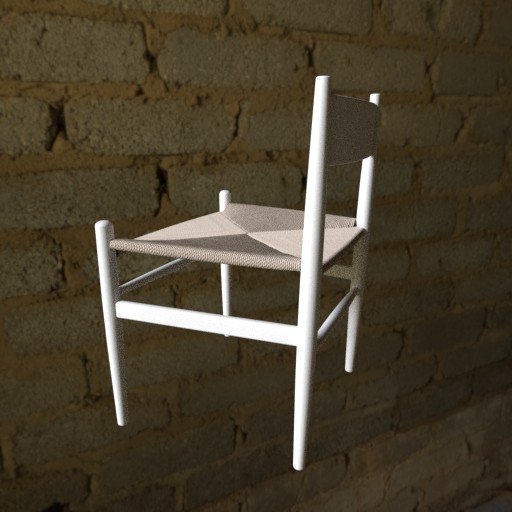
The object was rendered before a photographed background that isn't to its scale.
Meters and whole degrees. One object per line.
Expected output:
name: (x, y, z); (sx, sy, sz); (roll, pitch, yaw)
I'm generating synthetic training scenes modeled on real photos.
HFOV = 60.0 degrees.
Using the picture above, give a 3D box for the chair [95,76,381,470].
chair: (0.000, 0.000, 1.087); (0.495, 0.762, 0.556); (8, 18, 24)
